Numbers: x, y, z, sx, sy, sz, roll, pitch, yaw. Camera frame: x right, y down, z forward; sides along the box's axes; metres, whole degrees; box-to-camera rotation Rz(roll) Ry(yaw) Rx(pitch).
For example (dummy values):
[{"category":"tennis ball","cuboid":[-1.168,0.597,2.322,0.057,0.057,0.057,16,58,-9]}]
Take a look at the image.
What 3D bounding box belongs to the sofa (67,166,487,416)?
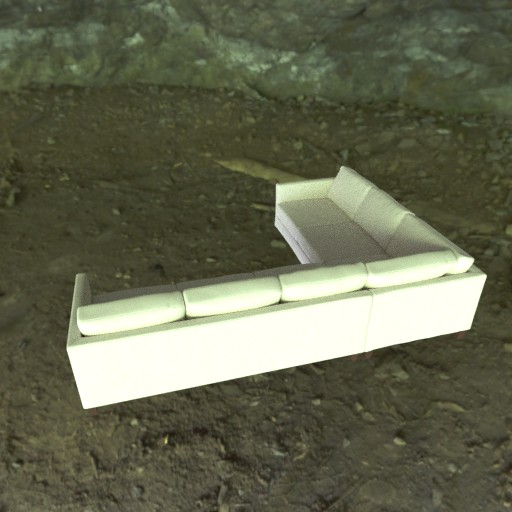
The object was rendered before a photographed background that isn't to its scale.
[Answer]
[{"category":"sofa","cuboid":[0.000,0.000,4.287,3.182,0.863,2.432,-8,31,-13]}]
